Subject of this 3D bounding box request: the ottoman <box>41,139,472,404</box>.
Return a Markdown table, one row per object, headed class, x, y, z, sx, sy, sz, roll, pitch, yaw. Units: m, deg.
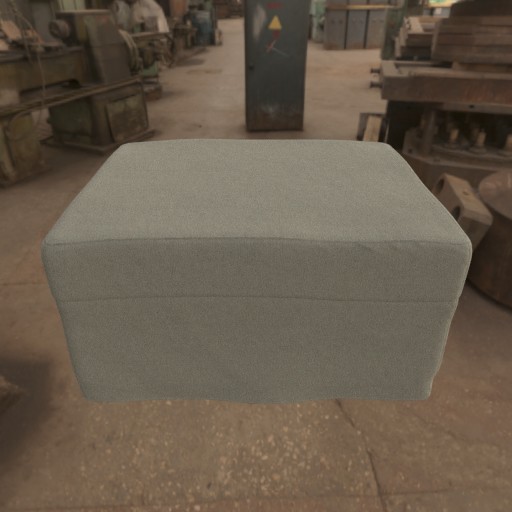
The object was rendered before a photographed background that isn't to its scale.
| class | x | y | z | sx | sy | sz | roll | pitch | yaw |
| --- | --- | --- | --- | --- | --- | --- | --- | --- | --- |
| ottoman | 0.000 | 0.000 | 1.197 | 0.833 | 0.461 | 0.648 | 0 | 31 | 0 |
